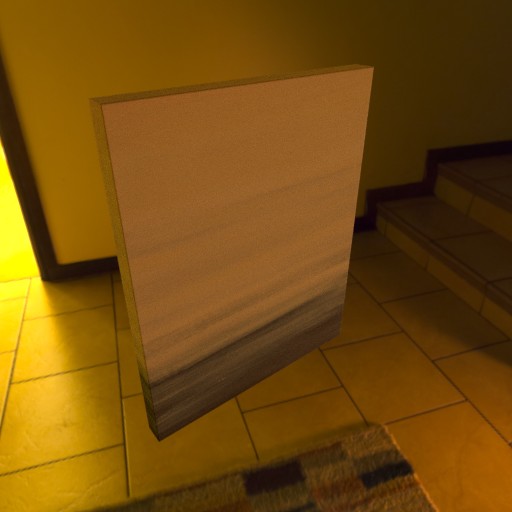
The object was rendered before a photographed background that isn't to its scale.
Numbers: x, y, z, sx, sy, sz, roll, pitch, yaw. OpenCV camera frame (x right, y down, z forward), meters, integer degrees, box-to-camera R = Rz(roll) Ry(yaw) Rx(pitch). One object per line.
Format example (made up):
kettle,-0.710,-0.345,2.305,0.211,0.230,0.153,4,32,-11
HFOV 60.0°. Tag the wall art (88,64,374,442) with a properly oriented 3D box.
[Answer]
wall art,0.000,0.000,0.812,0.489,0.608,0.040,-22,37,-32
